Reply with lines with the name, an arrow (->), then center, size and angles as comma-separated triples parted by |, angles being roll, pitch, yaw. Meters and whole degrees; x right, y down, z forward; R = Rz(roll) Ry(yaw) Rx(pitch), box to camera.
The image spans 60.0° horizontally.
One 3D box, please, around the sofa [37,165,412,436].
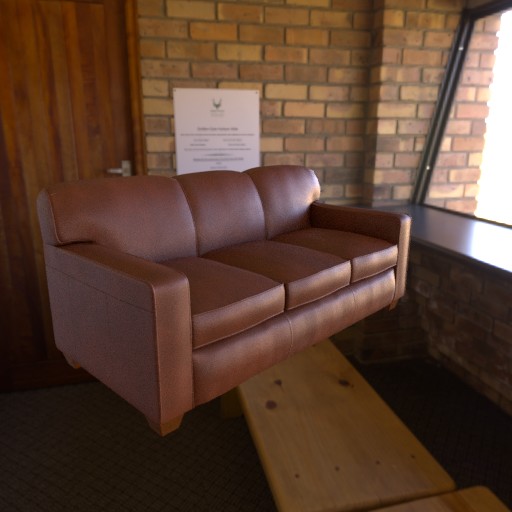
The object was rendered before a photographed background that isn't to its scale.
sofa -> 0.000, 0.000, 2.570 | 1.008, 0.953, 2.039 | 14, 20, 42
